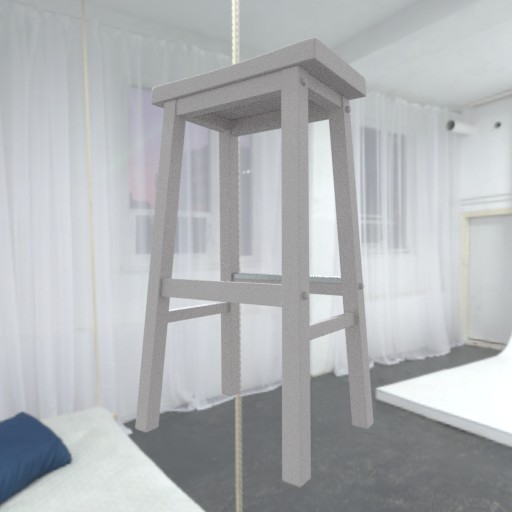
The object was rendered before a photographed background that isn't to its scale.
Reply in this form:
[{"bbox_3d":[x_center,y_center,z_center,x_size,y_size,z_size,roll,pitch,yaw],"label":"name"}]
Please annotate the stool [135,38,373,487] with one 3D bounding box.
[{"bbox_3d":[0.000,0.000,0.957,0.406,0.742,0.322,1,1,35],"label":"stool"}]
